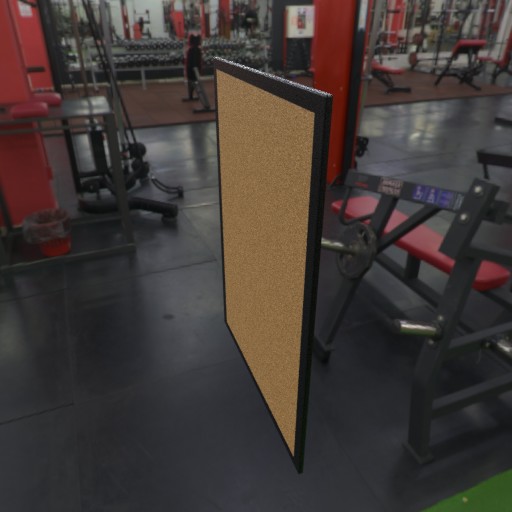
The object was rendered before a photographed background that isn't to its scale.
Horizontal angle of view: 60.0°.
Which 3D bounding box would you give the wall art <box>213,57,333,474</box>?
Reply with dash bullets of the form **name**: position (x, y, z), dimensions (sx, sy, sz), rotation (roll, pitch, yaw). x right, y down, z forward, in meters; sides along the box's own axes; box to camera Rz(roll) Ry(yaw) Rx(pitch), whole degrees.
- **wall art**: position (0.000, 0.000, 1.246), dimensions (0.013, 0.967, 0.707), rotation (-10, 31, -17)
